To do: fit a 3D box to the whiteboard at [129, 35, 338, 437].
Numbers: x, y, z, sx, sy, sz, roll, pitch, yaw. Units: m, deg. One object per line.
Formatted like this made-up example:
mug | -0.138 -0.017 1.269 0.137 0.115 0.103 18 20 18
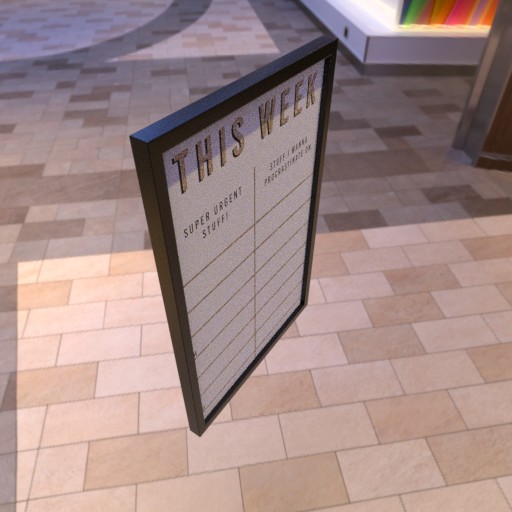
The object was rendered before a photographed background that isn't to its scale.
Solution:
whiteboard | 0.000 0.000 0.762 0.026 0.611 0.406 25 48 25
